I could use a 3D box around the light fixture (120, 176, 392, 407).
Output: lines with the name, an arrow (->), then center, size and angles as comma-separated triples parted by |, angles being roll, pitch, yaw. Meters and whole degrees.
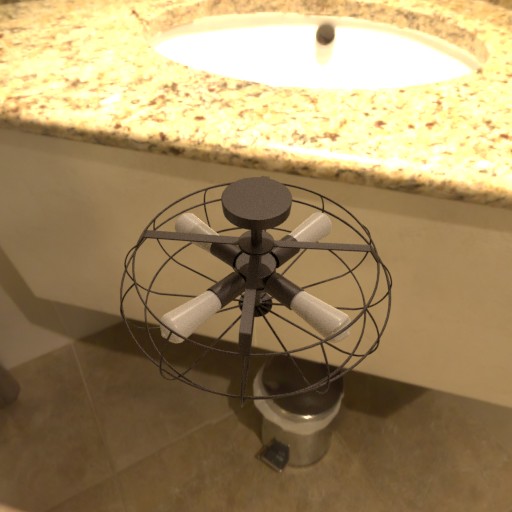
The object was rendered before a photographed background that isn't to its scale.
light fixture -> 0.000, 0.000, 0.931 | 0.582, 0.311, 0.582 | 0, 45, 0
